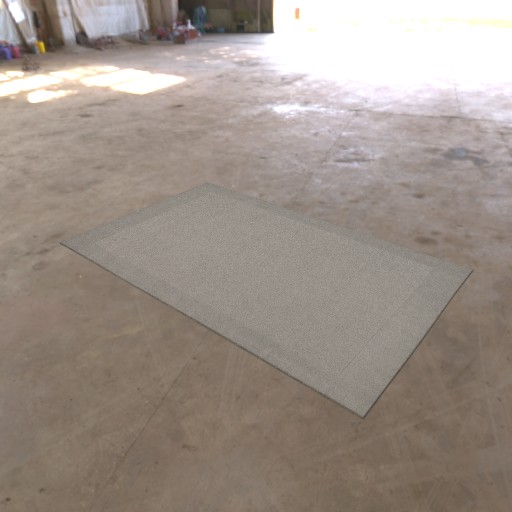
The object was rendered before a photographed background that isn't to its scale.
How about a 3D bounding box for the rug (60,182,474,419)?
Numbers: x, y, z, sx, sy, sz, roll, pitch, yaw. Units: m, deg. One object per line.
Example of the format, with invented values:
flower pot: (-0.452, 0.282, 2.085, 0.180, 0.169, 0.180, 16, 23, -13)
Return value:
rug: (0.000, 0.000, 3.058, 2.438, 0.014, 1.524, 23, 38, 33)
